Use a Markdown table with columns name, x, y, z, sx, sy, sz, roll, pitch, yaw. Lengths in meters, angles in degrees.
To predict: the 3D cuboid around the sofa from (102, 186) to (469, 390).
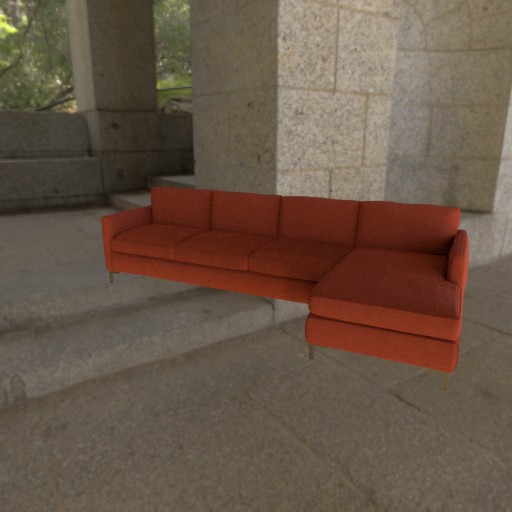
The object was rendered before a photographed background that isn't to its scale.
| name | x | y | z | sx | sy | sz | roll | pitch | yaw |
| --- | --- | --- | --- | --- | --- | --- | --- | --- | --- |
| sofa | 0.000 | 0.000 | 3.387 | 2.932 | 0.810 | 1.350 | 8 | 18 | 25 |
